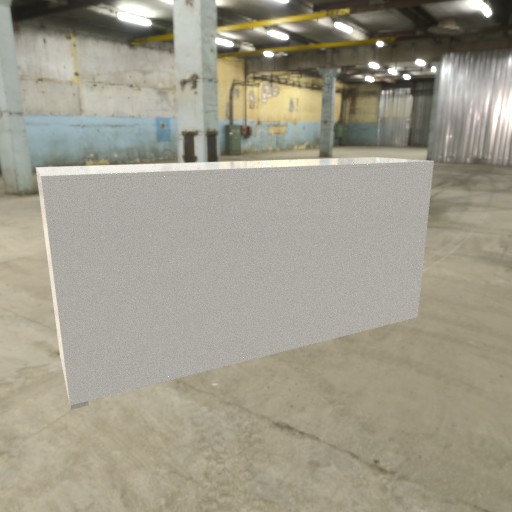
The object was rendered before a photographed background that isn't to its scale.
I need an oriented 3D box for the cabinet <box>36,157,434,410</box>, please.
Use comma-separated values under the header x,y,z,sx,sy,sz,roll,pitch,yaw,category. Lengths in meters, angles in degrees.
x,y,z,sx,sy,sz,roll,pitch,yaw,category
0.000,0.000,1.961,1.650,0.800,0.400,-8,17,-26,cabinet
